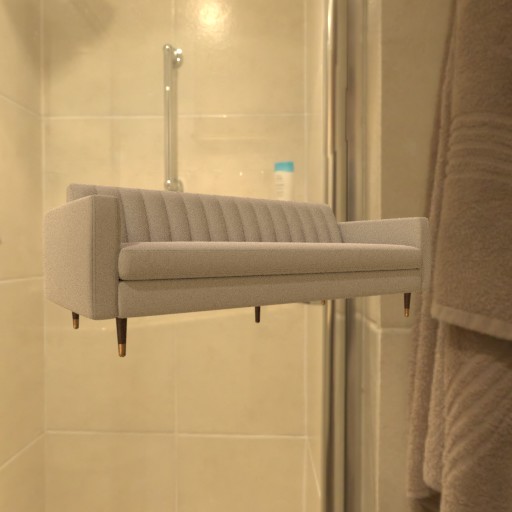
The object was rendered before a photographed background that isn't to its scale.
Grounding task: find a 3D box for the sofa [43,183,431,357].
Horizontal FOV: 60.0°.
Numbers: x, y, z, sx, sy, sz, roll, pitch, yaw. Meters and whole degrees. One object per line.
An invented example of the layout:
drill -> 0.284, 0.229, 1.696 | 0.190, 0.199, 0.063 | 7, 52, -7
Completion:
sofa -> 0.000, 0.000, 2.723 | 2.291, 0.821, 0.990 | -1, 1, -35
